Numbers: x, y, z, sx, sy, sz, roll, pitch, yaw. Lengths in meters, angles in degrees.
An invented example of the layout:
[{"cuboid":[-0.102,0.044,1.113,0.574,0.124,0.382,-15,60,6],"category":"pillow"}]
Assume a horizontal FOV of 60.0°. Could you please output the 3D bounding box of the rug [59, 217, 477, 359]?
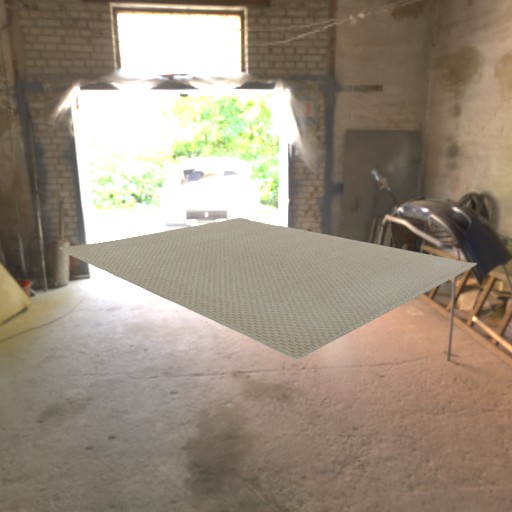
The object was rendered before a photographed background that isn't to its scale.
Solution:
[{"cuboid":[0.000,0.000,3.877,2.277,0.035,2.897,-15,21,-42],"category":"rug"}]
